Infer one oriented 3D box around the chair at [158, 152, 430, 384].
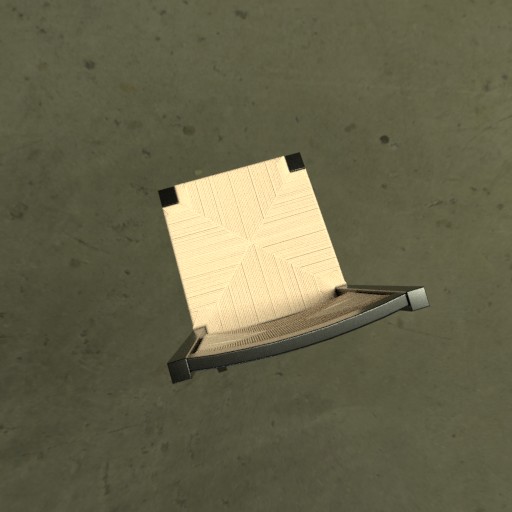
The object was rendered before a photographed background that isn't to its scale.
[{"bbox_3d":[0.000,0.000,1.213,0.437,0.927,0.552,-16,77,-4],"label":"chair"}]
